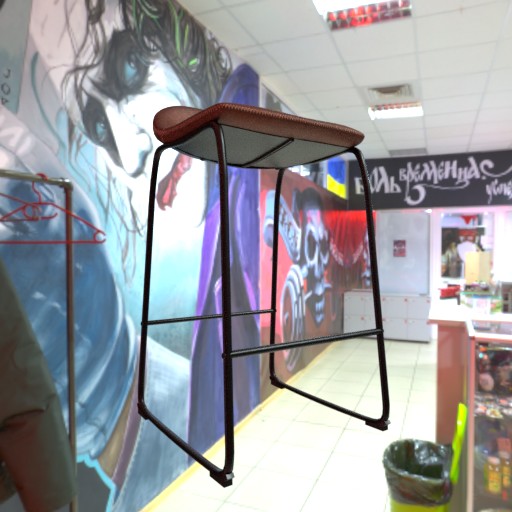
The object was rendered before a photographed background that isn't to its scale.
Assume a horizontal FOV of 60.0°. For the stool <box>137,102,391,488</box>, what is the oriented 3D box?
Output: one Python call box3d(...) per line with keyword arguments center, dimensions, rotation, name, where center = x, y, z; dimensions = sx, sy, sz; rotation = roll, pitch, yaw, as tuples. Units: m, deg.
box3d(center=(0.000, 0.000, 1.108), dimensions=(0.454, 0.830, 0.473), rotation=(-1, 1, -35), name="stool")
